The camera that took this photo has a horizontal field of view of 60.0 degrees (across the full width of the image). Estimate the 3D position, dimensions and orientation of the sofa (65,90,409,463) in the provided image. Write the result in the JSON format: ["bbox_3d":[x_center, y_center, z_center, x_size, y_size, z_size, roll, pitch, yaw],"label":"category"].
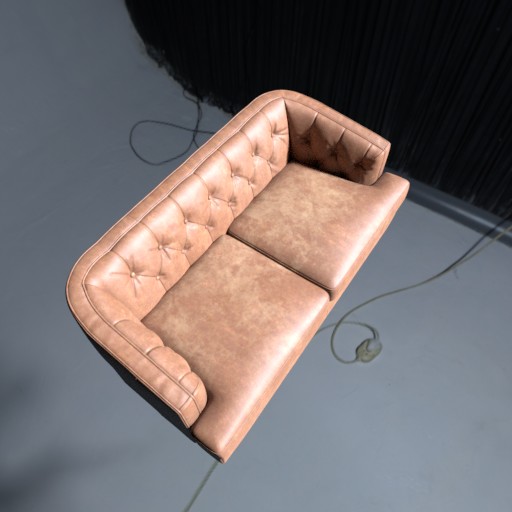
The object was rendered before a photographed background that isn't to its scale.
[{"bbox_3d":[0.000,0.000,2.292,0.914,0.786,1.755,31,62,19],"label":"sofa"}]
